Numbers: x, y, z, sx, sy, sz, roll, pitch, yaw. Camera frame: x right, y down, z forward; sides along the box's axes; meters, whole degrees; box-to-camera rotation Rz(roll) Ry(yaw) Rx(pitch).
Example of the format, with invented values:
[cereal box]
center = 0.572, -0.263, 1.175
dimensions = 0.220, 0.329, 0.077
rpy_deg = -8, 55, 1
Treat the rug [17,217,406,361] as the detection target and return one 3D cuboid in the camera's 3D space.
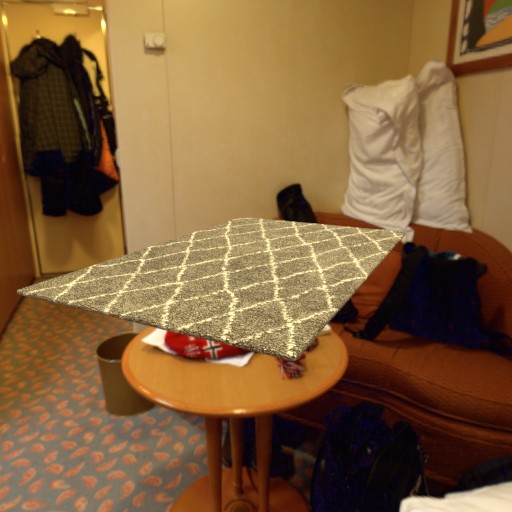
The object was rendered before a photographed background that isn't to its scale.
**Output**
[rug]
center = 0.000, 0.000, 3.393
dimensions = 1.778, 0.030, 2.743
rpy_deg = 8, 17, 26
